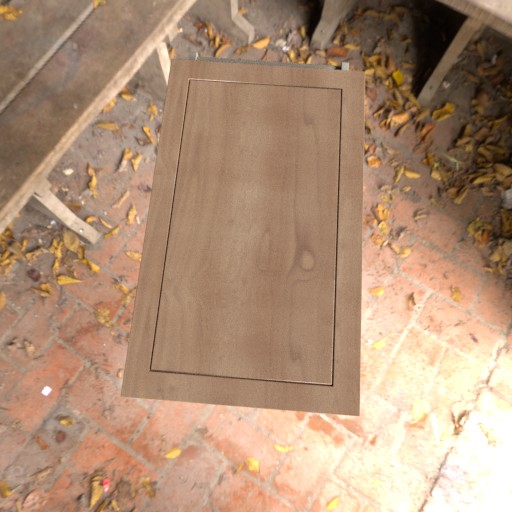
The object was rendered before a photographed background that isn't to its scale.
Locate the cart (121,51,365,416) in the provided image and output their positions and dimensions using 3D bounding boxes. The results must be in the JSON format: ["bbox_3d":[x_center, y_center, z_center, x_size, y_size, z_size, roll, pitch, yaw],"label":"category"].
[{"bbox_3d":[0.000,0.000,1.385,0.459,0.901,0.840,4,75,1],"label":"cart"}]
